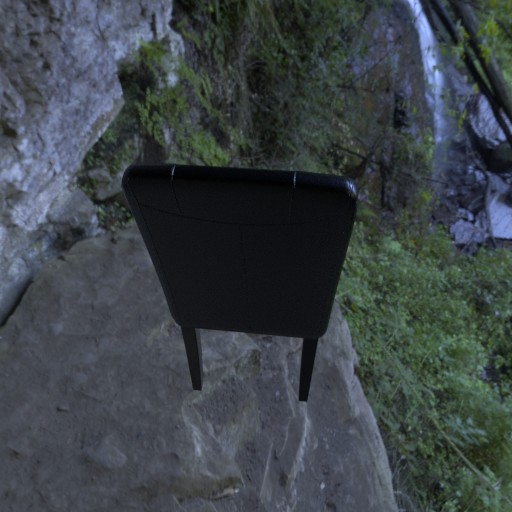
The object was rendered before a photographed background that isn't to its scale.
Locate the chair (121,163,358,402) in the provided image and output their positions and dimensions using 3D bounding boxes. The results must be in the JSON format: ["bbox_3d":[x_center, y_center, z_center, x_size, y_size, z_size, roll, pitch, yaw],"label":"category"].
[{"bbox_3d":[0.000,0.000,1.209,0.399,0.897,0.556,5,45,5],"label":"chair"}]
